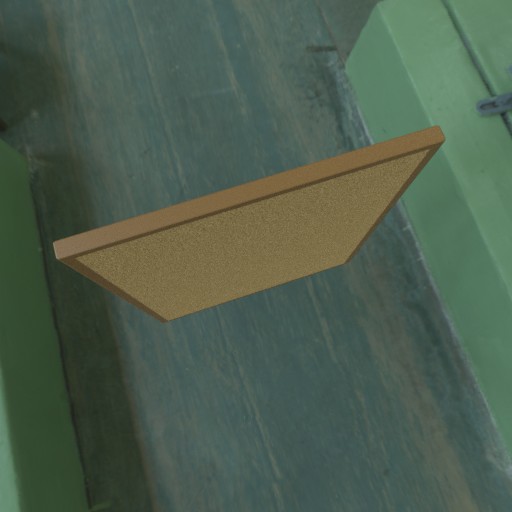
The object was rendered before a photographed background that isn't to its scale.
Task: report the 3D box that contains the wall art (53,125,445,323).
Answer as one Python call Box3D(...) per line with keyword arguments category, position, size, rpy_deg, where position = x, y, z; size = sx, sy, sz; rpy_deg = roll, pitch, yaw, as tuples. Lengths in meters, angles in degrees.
Box3D(category="wall art", position=(0.000, 0.000, 0.752), size=(0.449, 0.550, 0.021), rpy_deg=(-18, 75, -5))
